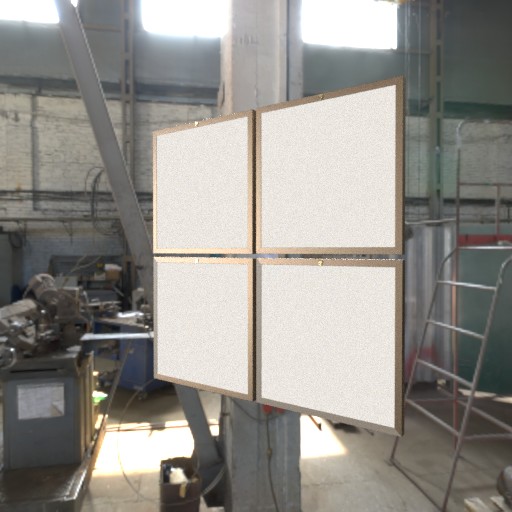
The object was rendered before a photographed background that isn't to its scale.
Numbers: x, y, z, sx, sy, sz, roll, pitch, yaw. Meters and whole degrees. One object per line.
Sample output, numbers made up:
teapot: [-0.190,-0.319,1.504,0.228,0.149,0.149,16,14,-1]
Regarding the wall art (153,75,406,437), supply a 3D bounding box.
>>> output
wall art: [0.000,0.000,1.567,1.032,1.032,0.030,1,1,35]
